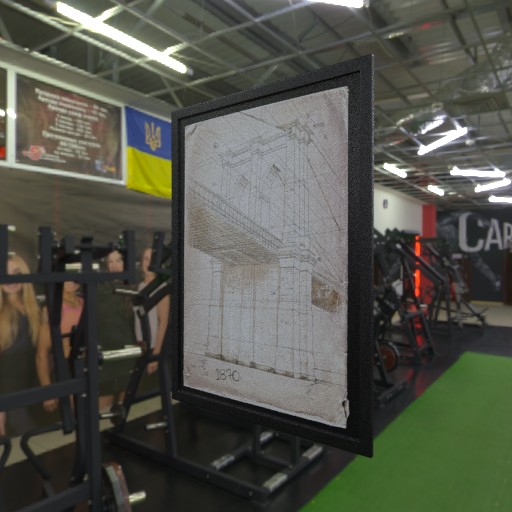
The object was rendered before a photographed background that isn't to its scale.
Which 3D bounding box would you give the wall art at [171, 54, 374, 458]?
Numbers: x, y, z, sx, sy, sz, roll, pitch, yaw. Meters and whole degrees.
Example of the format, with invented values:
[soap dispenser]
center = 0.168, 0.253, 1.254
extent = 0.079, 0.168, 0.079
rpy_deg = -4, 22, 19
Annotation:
[wall art]
center = 0.000, 0.000, 1.280
extent = 0.707, 0.967, 0.013
rpy_deg = 0, 1, 38
